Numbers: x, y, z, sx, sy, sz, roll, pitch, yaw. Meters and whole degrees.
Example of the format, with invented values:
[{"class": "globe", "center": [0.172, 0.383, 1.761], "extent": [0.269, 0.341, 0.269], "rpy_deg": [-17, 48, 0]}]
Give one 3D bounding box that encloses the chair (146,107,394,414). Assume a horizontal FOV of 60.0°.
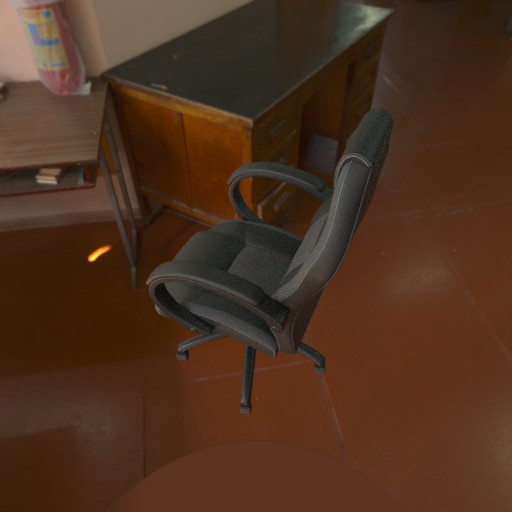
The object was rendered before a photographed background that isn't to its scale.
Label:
[{"class": "chair", "center": [0.000, 0.000, 1.636], "extent": [0.724, 1.187, 0.673], "rpy_deg": [17, 48, 16]}]
